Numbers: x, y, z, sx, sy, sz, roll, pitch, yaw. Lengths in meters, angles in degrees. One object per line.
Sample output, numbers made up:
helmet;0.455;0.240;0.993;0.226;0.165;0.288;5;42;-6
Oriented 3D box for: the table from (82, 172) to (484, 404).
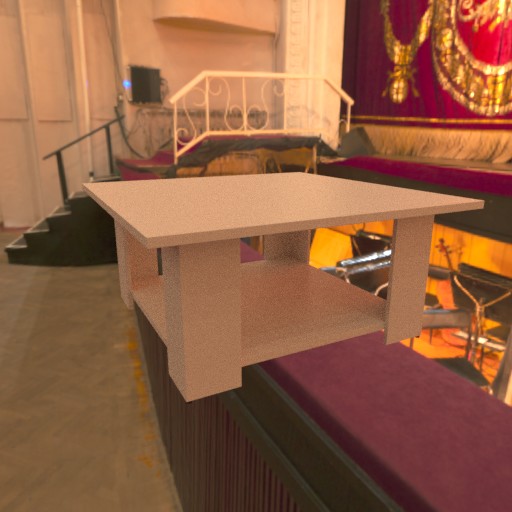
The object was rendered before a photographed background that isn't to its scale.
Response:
table;0.000;0.000;1.056;0.670;0.305;0.670;-8;18;-26
